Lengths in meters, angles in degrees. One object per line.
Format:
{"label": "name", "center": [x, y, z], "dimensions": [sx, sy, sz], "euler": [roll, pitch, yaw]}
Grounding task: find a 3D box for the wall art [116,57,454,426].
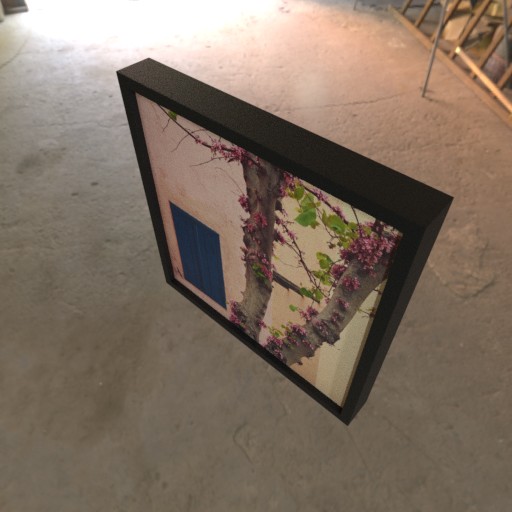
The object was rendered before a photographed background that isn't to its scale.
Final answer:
{"label": "wall art", "center": [0.000, 0.000, 0.453], "dimensions": [0.305, 0.304, 0.038], "euler": [33, 56, 27]}
